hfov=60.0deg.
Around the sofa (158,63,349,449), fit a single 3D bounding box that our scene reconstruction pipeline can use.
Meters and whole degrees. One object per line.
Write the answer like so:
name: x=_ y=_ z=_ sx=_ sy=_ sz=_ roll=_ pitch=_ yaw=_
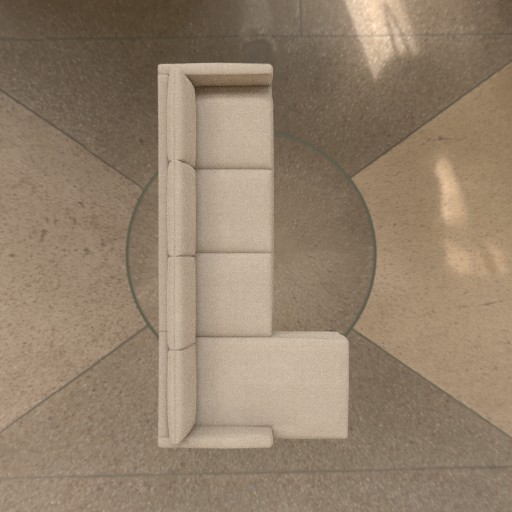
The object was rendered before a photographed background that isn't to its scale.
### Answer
sofa: x=0.000 y=0.000 z=3.531 sx=1.469 sy=0.816 sz=2.923 roll=0 pitch=90 yaw=-1
